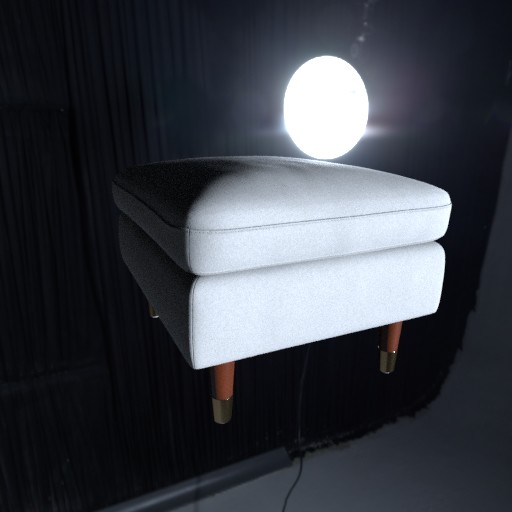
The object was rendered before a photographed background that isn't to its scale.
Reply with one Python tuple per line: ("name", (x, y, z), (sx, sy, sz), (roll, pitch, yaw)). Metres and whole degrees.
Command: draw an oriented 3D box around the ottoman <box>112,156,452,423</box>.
("ottoman", (0.000, 0.000, 1.119), (0.593, 0.478, 0.747), (-8, 18, -25))
